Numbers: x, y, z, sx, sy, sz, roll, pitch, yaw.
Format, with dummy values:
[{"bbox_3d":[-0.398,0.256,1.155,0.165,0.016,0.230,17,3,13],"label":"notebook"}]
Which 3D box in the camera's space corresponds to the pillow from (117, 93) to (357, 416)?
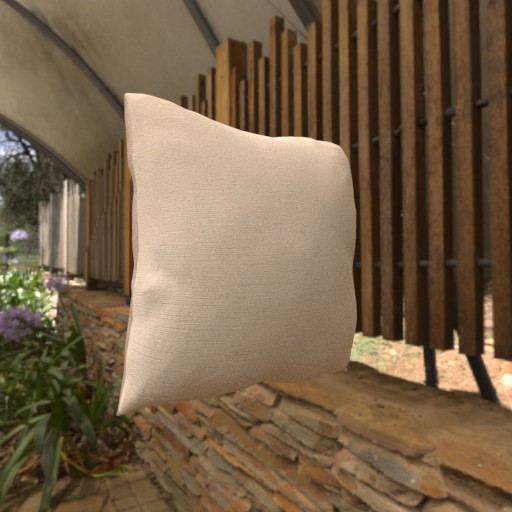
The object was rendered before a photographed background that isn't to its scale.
[{"bbox_3d":[0.000,0.000,0.730,0.450,0.448,0.245,1,-1,-36],"label":"pillow"}]
